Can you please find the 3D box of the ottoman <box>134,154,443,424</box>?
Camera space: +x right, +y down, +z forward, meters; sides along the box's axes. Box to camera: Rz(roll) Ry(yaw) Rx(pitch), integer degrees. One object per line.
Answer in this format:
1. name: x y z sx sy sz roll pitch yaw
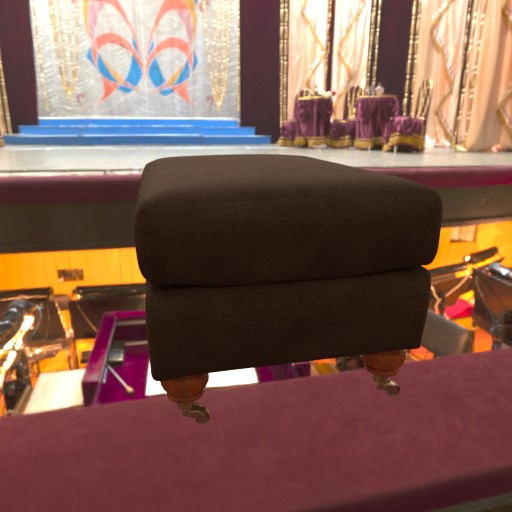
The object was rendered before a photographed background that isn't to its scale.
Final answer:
1. ottoman: 0.000 0.000 1.154 0.574 0.497 0.773 -4 17 -12
